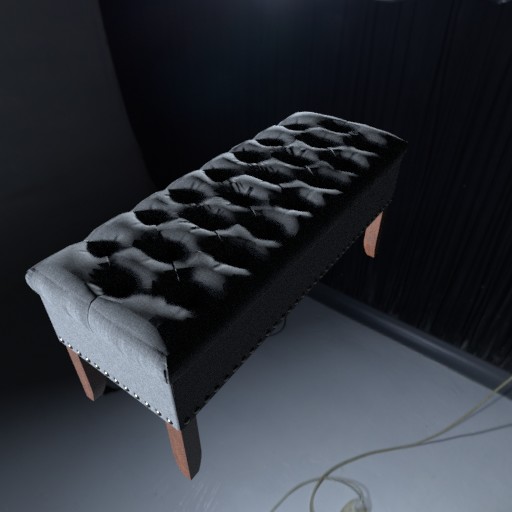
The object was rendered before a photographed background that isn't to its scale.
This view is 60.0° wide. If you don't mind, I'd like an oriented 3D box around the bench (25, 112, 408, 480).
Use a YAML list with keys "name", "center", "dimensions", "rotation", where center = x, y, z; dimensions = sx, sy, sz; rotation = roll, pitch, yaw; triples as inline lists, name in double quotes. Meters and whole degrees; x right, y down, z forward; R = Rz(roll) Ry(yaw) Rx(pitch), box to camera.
- name: "bench"
  center: [0.000, 0.000, 1.260]
  dimensions: [0.417, 0.470, 1.052]
  rotation: [25, 45, 27]
